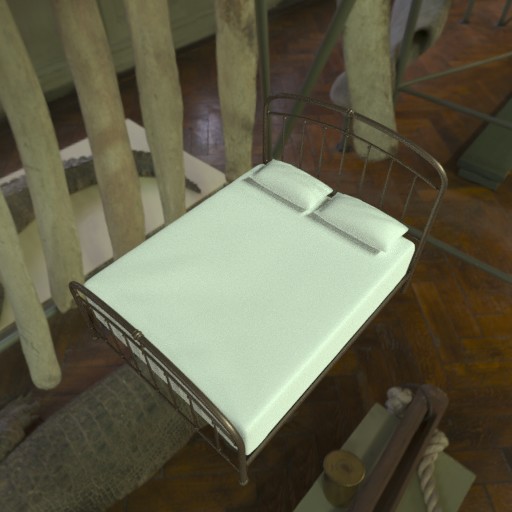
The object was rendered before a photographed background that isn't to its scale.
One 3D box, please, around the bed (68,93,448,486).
[{"bbox_3d":[0.000,0.000,3.269,1.711,1.475,2.168,33,56,27],"label":"bed"}]
